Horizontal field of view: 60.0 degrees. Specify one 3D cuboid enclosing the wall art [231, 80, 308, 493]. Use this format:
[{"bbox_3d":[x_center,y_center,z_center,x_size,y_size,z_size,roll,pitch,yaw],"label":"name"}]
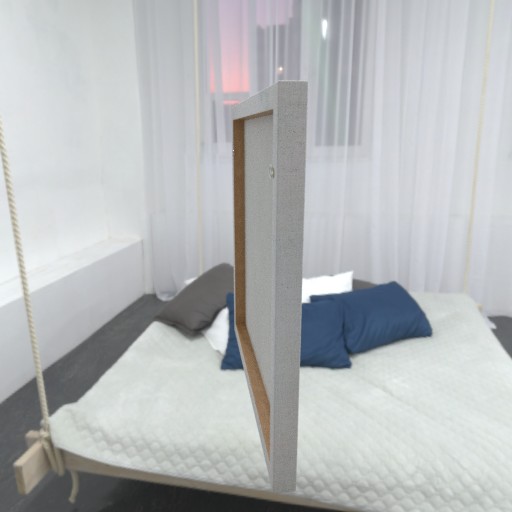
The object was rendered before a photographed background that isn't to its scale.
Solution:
[{"bbox_3d":[0.000,0.000,0.912,0.040,0.612,0.612,-2,16,-8],"label":"wall art"}]
